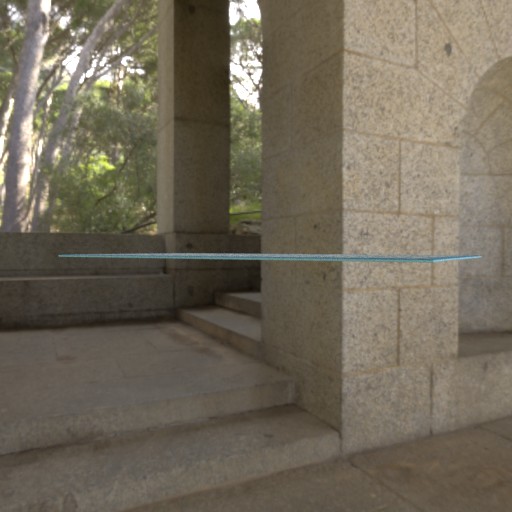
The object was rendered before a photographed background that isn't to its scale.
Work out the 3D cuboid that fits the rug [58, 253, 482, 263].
[{"bbox_3d":[0.000,0.000,1.417,1.219,0.007,0.604,1,1,34],"label":"rug"}]
